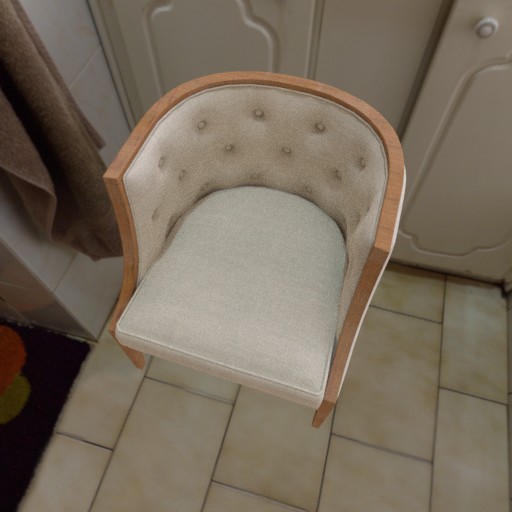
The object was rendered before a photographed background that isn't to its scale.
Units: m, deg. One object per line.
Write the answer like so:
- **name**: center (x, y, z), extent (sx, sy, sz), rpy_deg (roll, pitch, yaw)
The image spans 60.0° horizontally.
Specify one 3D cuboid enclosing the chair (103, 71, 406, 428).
- **chair**: center (0.000, 0.000, 1.385), extent (0.711, 0.775, 0.757), rpy_deg (16, 60, 9)
